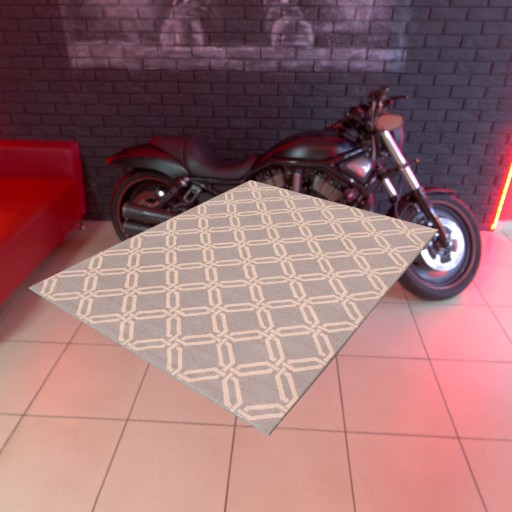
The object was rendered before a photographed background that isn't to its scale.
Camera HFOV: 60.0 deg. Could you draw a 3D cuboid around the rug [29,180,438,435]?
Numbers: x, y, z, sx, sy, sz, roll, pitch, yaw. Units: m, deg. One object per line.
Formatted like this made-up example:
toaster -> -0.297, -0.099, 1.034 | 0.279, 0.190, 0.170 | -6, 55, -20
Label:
rug -> 0.000, 0.000, 3.885 | 2.288, 0.018, 2.895 | 20, 36, 31
